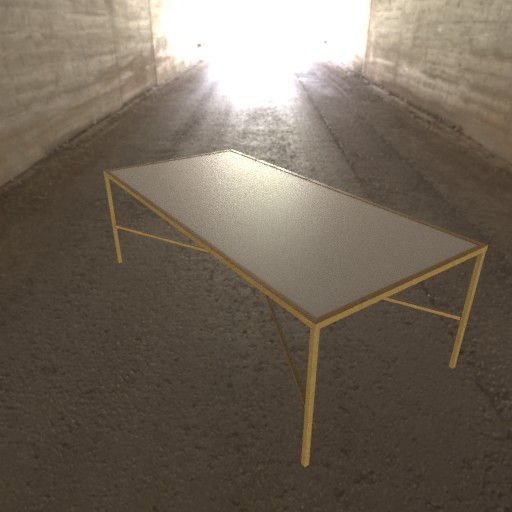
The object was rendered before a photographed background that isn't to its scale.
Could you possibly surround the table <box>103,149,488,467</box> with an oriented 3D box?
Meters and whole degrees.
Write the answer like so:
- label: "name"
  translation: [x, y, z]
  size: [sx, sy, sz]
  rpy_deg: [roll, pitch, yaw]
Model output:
- label: "table"
  translation: [0.000, 0.000, 1.497]
  size: [0.580, 0.398, 1.206]
  rpy_deg: [-18, 32, -31]
